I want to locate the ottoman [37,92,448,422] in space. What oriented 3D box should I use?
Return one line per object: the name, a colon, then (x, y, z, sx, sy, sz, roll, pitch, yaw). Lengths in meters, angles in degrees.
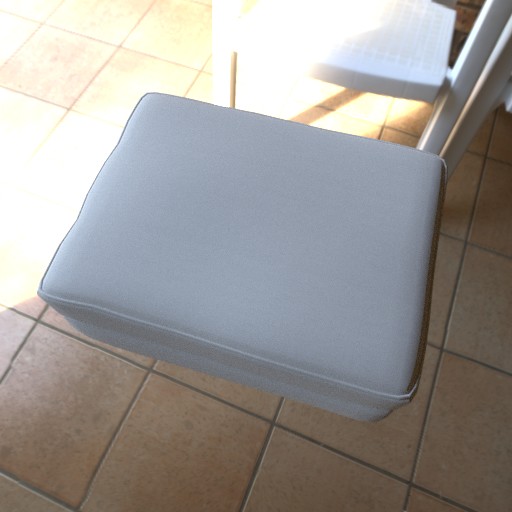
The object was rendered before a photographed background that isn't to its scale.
ottoman: (0.000, 0.000, 1.166, 0.818, 0.479, 0.634, 15, 65, 7)
